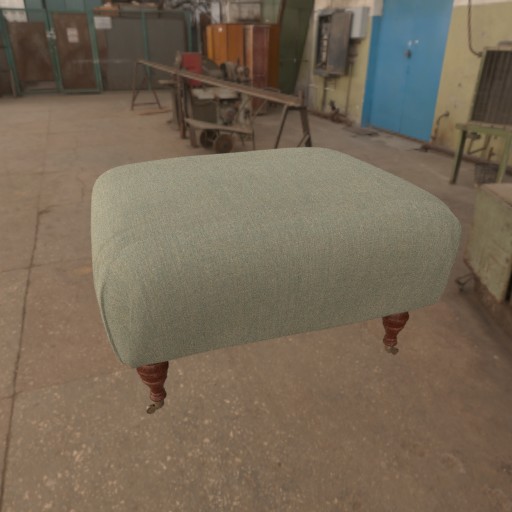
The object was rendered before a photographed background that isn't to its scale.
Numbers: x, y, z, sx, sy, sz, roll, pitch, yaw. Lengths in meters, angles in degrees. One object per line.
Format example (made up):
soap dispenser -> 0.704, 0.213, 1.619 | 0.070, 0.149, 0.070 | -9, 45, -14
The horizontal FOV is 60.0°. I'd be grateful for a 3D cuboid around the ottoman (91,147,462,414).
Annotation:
ottoman -> 0.000, 0.000, 1.107 | 0.747, 0.450, 0.622 | -9, 28, -17
